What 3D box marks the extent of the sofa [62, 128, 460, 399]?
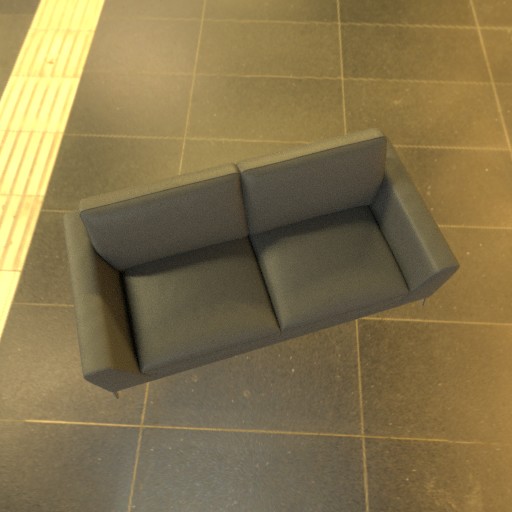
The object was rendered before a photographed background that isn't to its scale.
[{"bbox_3d":[0.000,0.000,2.568,2.017,0.875,0.953,-15,65,-7],"label":"sofa"}]
